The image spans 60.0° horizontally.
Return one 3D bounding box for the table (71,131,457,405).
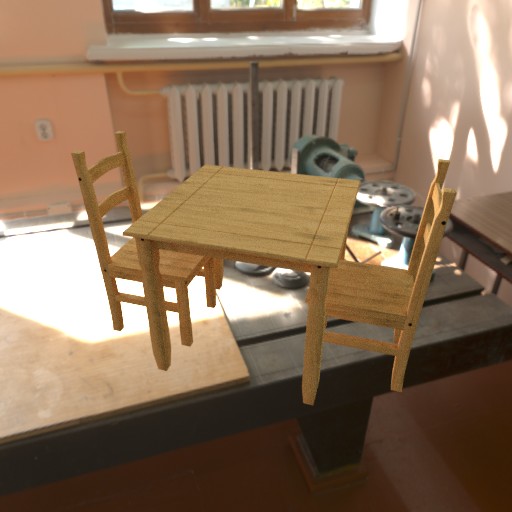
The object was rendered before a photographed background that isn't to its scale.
[{"bbox_3d":[0.000,0.000,2.044,1.501,0.942,0.813,9,31,14],"label":"table"}]
